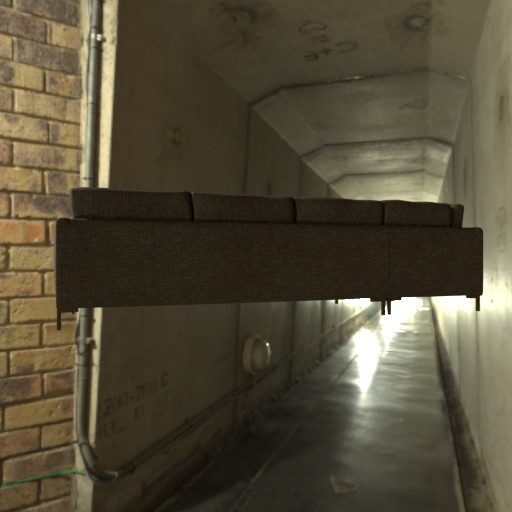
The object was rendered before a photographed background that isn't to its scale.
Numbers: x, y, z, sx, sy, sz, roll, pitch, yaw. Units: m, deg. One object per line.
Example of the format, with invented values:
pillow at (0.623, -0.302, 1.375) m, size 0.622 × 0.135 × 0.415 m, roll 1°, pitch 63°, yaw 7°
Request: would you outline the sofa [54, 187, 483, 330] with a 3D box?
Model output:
sofa at (0.000, 0.000, 3.781) m, size 2.949 × 0.815 × 2.007 m, roll 0°, pitch 0°, yaw -17°
